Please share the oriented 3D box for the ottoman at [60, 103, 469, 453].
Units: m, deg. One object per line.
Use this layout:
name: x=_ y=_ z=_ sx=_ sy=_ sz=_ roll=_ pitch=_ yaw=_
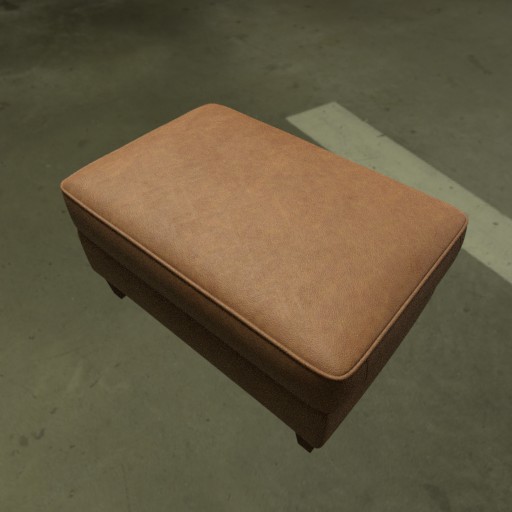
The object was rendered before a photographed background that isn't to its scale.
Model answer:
ottoman: x=0.000 y=0.000 z=1.191 sx=0.864 sy=0.483 sz=0.584 roll=32 pitch=54 yaw=26
